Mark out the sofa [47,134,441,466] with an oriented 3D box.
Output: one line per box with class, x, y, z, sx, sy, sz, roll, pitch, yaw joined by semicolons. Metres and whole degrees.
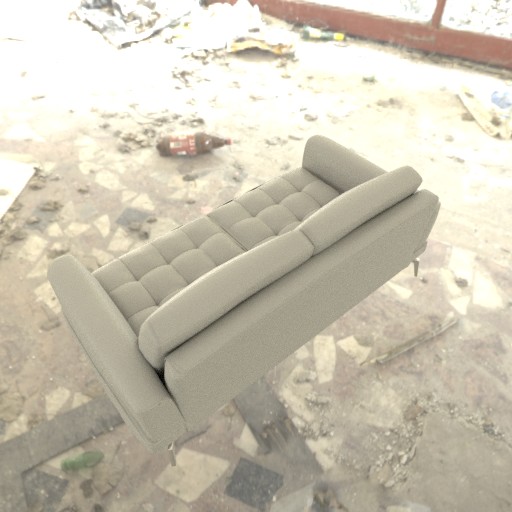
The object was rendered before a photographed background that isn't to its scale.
sofa;0.000;0.000;2.665;2.177;0.930;1.121;-31;54;-26
